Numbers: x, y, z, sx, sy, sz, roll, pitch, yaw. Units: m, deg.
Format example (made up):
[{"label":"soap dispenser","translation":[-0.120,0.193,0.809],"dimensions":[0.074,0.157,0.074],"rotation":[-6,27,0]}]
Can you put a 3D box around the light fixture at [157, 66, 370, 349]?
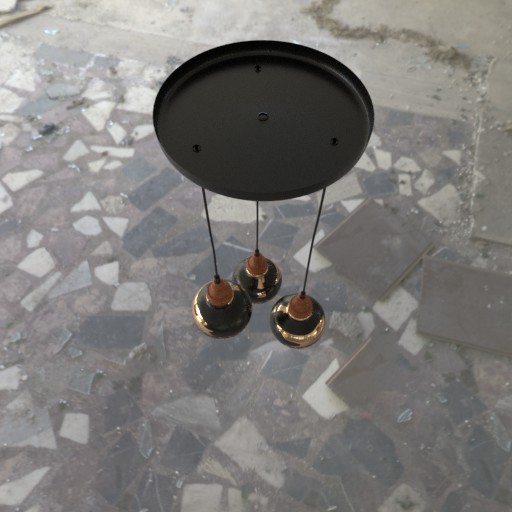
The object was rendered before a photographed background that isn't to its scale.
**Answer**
[{"label":"light fixture","translation":[0.000,0.000,1.717],"dimensions":[0.605,1.410,0.608],"rotation":[-34,65,-18]}]
